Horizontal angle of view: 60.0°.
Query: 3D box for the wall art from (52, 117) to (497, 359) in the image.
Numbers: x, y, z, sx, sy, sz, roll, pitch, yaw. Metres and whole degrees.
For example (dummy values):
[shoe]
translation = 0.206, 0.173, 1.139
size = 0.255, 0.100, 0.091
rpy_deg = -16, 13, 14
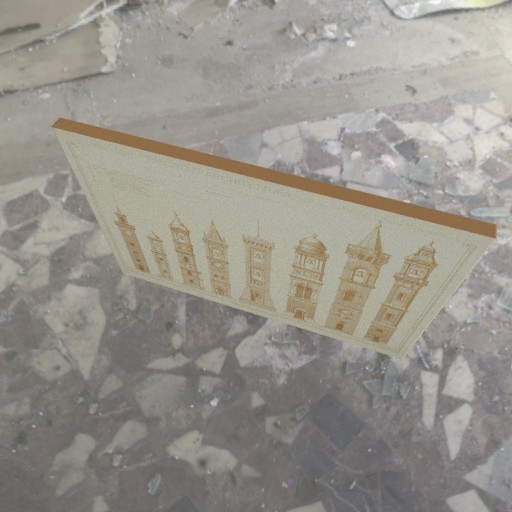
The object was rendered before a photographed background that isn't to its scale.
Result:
[wall art]
translation = 0.000, 0.000, 1.133
size = 0.915, 0.608, 0.033
rpy_deg = 16, 58, 10
